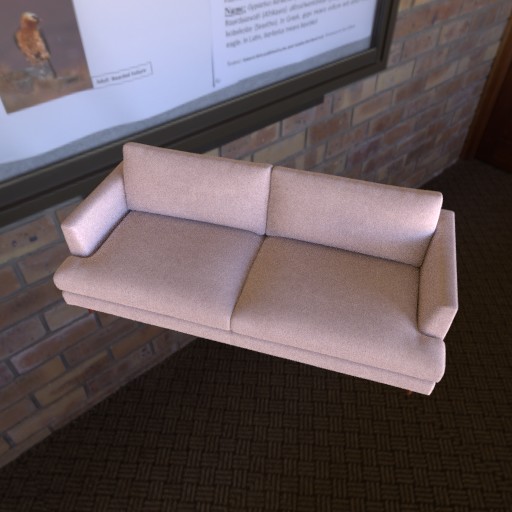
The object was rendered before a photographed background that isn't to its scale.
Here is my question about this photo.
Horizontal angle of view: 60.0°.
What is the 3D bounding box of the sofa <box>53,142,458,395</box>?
[{"bbox_3d":[0.000,0.000,2.741,2.250,0.868,1.020,12,45,12],"label":"sofa"}]
